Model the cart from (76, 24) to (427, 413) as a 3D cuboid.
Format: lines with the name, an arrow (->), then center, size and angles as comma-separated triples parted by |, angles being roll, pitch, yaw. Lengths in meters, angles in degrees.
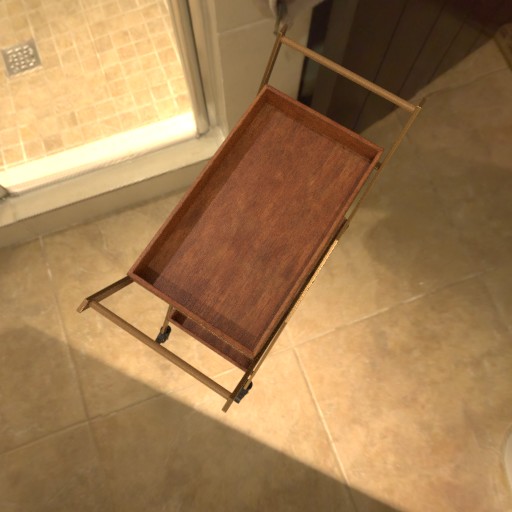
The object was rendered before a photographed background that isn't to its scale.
cart -> 0.000, 0.000, 1.350 | 0.405, 0.869, 0.836 | 32, 78, 8
